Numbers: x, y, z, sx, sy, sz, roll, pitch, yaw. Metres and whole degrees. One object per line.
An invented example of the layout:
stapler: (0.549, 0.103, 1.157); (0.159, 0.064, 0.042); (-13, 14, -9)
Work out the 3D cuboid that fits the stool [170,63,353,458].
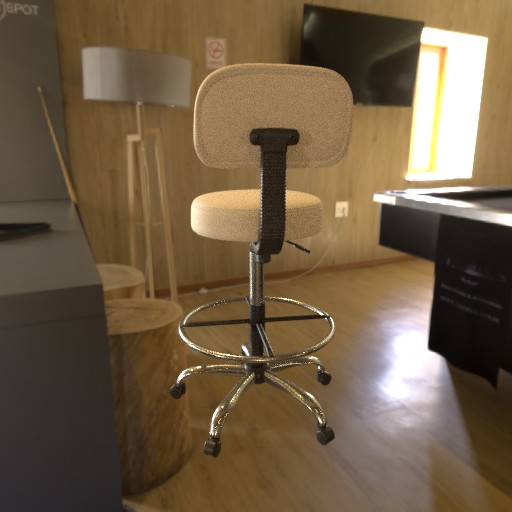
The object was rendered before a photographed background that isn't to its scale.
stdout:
stool: (0.000, 0.000, 1.452); (0.609, 1.080, 0.616); (-2, 15, -9)
